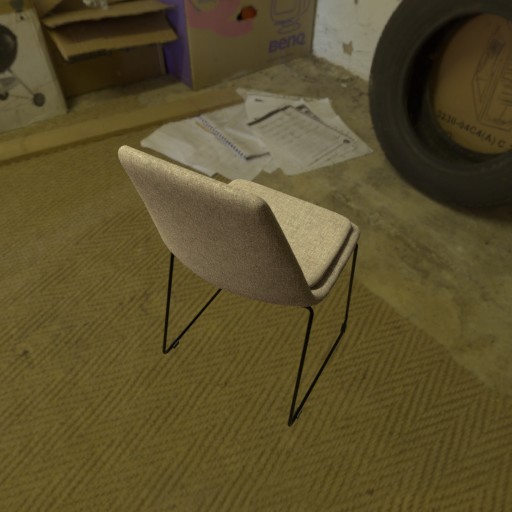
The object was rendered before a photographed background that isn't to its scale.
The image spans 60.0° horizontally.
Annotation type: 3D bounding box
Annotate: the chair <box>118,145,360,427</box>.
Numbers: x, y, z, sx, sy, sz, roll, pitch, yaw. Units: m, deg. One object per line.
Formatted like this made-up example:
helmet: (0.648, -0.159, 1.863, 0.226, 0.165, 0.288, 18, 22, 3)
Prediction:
chair: (0.000, 0.000, 1.181, 0.479, 0.858, 0.518, 24, 51, 21)
